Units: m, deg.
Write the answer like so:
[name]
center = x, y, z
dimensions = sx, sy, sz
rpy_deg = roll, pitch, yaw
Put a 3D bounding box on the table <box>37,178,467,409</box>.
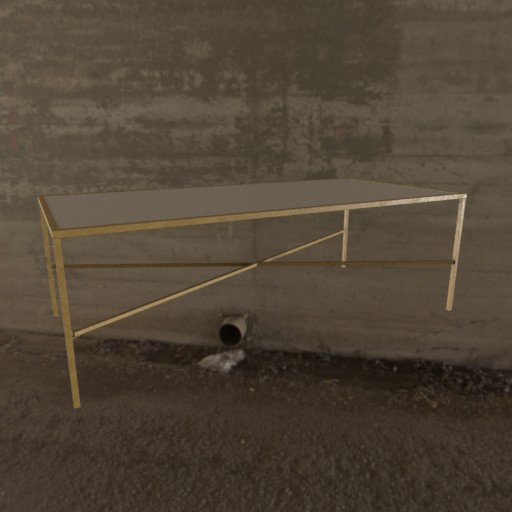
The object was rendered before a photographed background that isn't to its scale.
[table]
center = 0.000, 0.000, 1.434
dimensions = 1.206, 0.398, 0.580
rpy_deg = -8, 17, -27
